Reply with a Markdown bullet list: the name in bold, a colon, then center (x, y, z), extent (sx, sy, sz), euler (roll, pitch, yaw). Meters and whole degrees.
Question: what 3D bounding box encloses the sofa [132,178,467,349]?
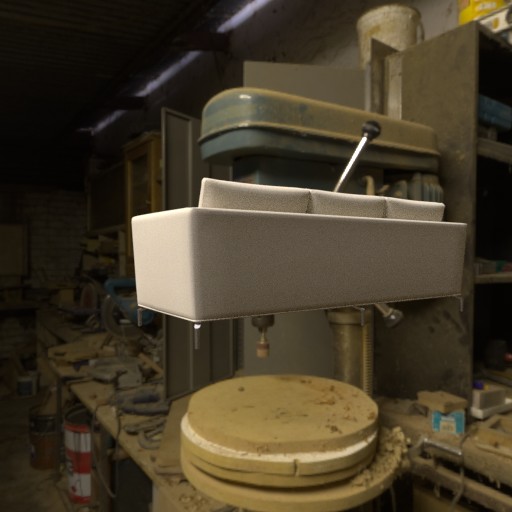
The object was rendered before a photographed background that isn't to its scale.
- **sofa**: center (0.000, 0.000, 3.812), extent (2.448, 0.867, 2.430), euler (-1, 1, -35)
